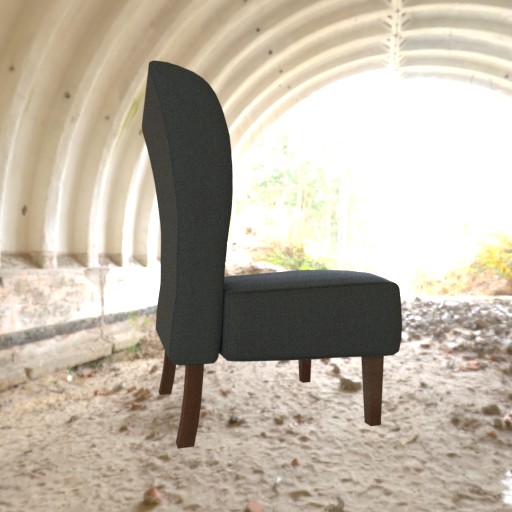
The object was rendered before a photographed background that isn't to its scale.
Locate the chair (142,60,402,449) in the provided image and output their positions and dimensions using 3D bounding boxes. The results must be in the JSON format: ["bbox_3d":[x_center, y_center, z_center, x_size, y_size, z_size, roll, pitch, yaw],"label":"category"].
[{"bbox_3d":[0.000,0.000,1.188,0.592,0.804,0.513,0,-1,-18],"label":"chair"}]
